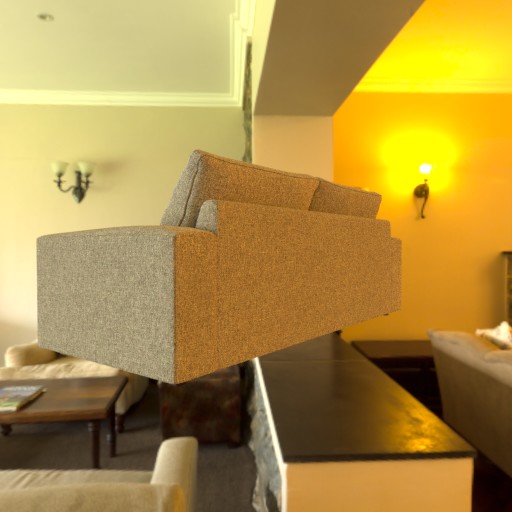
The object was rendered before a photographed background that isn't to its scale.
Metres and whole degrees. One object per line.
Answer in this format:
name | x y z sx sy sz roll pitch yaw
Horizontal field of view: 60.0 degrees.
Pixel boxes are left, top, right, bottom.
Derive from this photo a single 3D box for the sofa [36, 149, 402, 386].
sofa | 0.000 0.000 2.761 1.040 0.922 2.299 1 2 37
